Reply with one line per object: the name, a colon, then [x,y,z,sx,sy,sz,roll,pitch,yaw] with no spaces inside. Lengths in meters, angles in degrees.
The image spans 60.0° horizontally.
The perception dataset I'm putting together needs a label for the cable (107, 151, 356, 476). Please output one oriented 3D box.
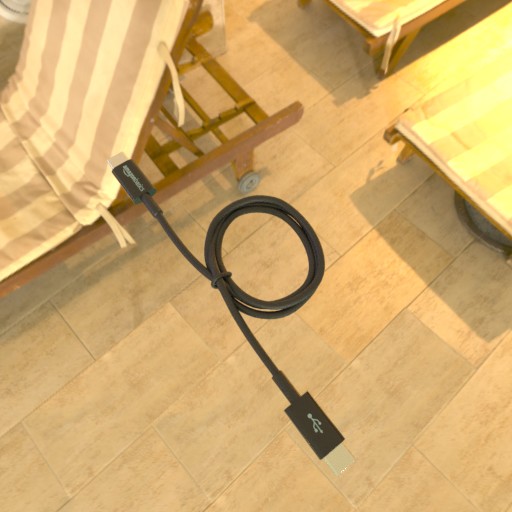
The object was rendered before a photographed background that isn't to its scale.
cable: [0.000,0.000,0.227,0.070,0.014,0.203,-34,69,-15]
